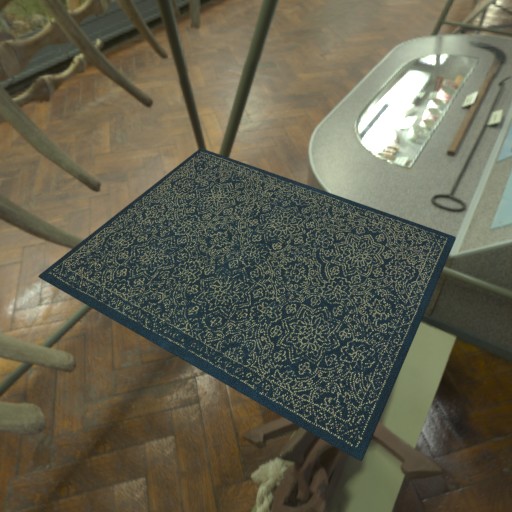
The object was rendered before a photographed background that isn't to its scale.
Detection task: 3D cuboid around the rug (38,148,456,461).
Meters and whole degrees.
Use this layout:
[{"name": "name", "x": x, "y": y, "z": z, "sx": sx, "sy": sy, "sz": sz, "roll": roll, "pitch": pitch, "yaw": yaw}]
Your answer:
[{"name": "rug", "x": 0.000, "y": 0.000, "z": 4.100, "sx": 3.048, "sy": 0.010, "sz": 2.438, "roll": 23, "pitch": 50, "yaw": 21}]
